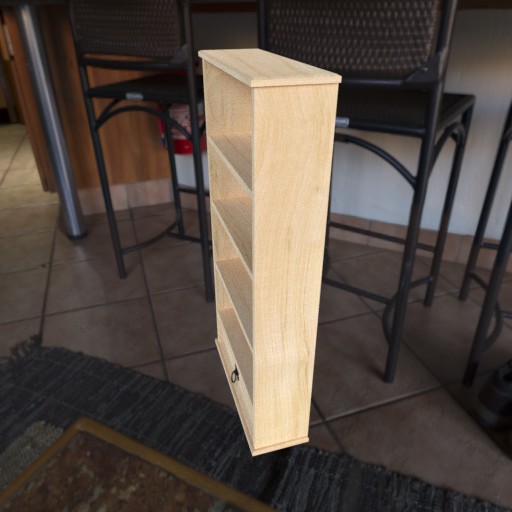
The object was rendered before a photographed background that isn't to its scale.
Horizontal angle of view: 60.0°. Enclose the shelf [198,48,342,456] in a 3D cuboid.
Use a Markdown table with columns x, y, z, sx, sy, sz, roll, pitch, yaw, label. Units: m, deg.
| x | y | z | sx | sy | sz | roll | pitch | yaw | label |
| --- | --- | --- | --- | --- | --- | --- | --- | --- | --- |
| 0.000 | 0.000 | 1.266 | 0.175 | 1.030 | 0.520 | -8 | 31 | -14 | shelf |
